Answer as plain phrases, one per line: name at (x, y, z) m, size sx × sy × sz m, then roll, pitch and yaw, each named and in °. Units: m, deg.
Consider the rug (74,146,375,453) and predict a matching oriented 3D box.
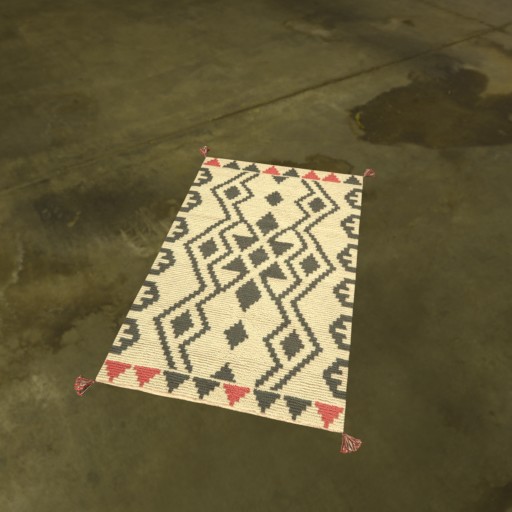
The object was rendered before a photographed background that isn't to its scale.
rug at (0.000, 0.000, 3.416) m, size 1.741 × 0.066 × 2.672 m, roll 9°, pitch 48°, yaw 8°
